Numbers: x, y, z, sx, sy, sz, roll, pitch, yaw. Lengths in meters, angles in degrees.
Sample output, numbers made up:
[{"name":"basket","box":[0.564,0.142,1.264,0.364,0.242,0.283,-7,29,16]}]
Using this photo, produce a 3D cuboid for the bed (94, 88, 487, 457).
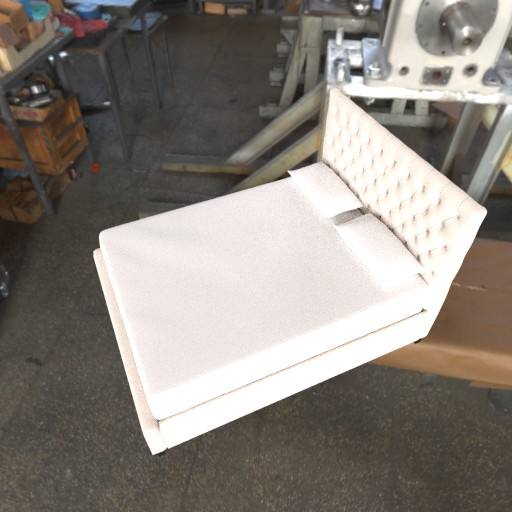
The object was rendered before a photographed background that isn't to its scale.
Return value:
[{"name":"bed","box":[0.000,0.000,3.279,2.233,1.426,1.696,-18,49,-16]}]
